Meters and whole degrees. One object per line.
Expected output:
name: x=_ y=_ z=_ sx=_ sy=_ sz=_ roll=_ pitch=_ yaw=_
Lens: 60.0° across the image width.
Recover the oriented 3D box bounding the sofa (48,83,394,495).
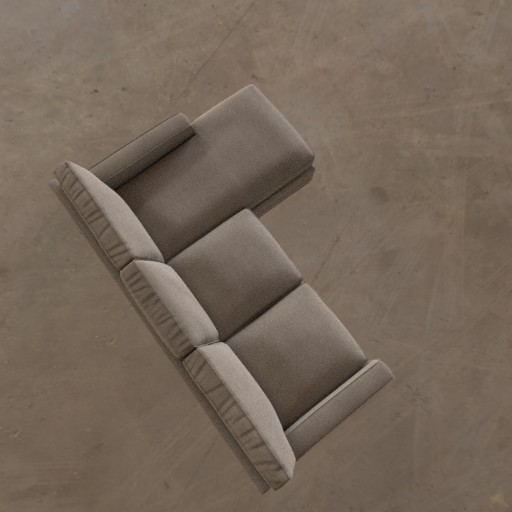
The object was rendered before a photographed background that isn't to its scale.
sofa: x=0.000 y=0.000 z=2.725 sx=1.496 sy=0.861 sz=2.087 roll=-36 pitch=78 yaw=-9
